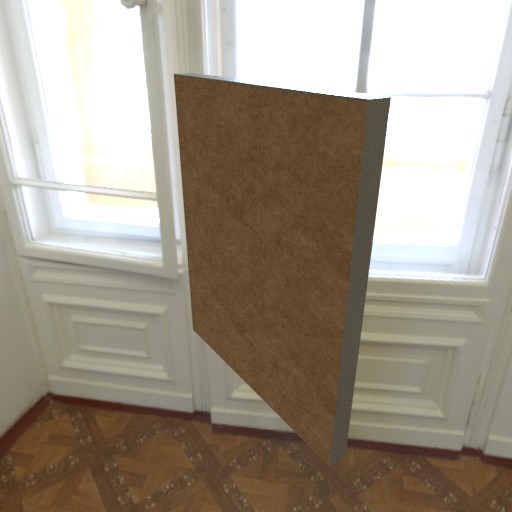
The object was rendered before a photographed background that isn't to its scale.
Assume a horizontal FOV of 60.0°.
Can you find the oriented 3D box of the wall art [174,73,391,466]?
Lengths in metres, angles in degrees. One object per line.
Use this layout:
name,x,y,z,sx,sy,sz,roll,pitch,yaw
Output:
wall art,0.000,0.000,0.758,0.037,0.554,0.453,-18,31,-32
